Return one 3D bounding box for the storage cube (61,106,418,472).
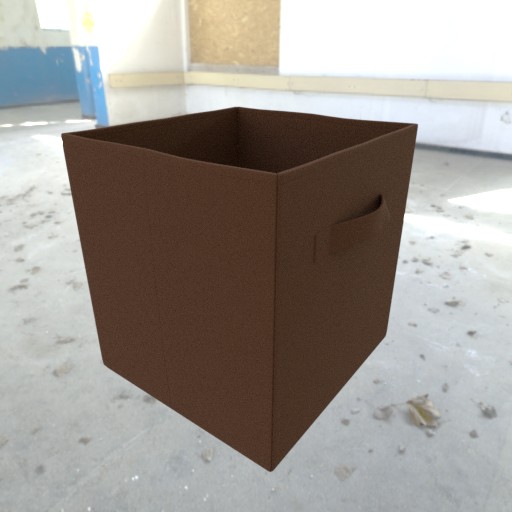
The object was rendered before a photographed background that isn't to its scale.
[{"bbox_3d":[0.000,0.000,0.502,0.270,0.280,0.270,18,31,33],"label":"storage cube"}]
